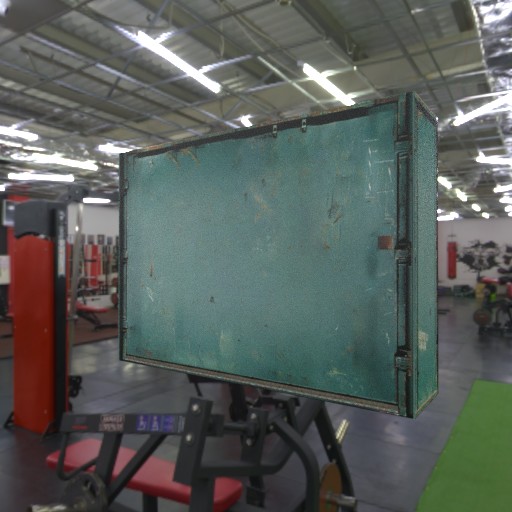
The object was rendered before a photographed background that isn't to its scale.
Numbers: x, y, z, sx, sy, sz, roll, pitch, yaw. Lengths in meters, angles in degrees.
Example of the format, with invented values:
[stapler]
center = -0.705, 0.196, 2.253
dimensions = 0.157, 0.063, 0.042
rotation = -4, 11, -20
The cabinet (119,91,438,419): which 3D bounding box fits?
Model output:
[cabinet]
center = 0.000, 0.000, 4.044
dimensions = 3.001, 2.160, 0.680
rotation = 0, 0, 35
